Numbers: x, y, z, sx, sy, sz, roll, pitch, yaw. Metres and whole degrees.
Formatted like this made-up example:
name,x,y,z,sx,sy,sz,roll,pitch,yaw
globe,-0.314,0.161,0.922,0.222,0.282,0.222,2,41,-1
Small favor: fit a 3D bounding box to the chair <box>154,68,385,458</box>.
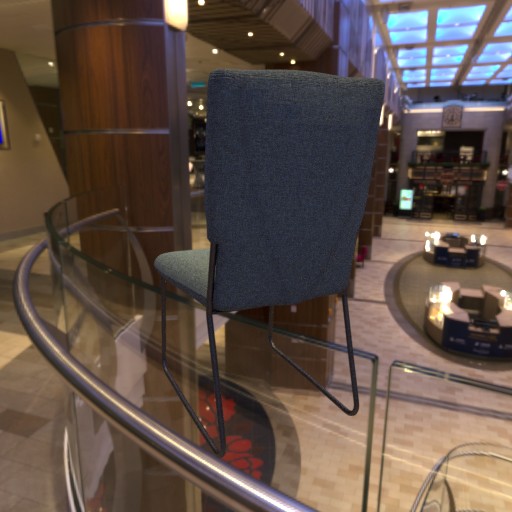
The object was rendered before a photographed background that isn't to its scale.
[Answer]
name,x,y,z,sx,sy,sz,roll,pitch,yaw
chair,0.000,0.000,1.295,0.480,0.931,0.635,-7,15,-25
